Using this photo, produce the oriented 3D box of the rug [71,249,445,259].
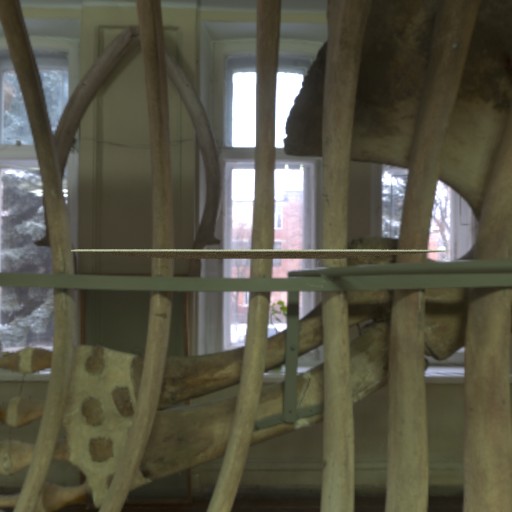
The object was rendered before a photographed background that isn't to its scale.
[{"bbox_3d":[0.000,0.000,2.926,1.522,0.008,2.284,0,-1,0],"label":"rug"}]
